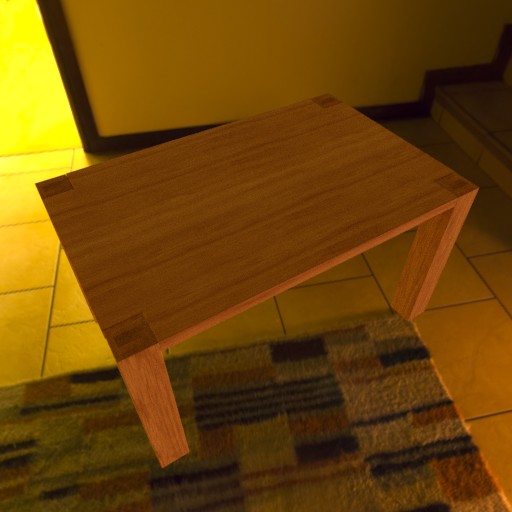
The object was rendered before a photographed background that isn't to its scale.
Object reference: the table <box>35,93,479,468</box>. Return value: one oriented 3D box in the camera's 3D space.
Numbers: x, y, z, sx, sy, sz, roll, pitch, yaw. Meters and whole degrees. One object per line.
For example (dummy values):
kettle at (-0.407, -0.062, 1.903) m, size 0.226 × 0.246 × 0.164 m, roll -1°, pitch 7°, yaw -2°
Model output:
table at (0.000, 0.000, 1.927) m, size 1.400 × 0.760 × 0.900 m, roll -24°, pitch 50°, yaw -22°
